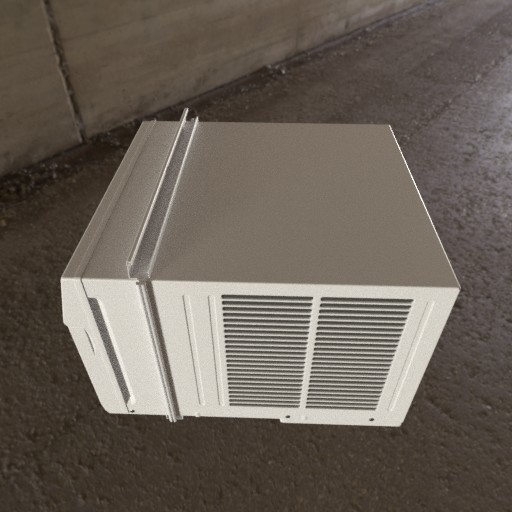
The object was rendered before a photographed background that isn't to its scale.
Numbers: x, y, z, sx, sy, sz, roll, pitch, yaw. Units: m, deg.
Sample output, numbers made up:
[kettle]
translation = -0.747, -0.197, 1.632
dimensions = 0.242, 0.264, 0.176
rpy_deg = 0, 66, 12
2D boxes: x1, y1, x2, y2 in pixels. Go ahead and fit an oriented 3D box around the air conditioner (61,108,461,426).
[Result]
[air conditioner]
translation = 0.000, 0.000, 0.862
dimensions = 0.546, 0.388, 0.503
rpy_deg = 1, 41, 1
